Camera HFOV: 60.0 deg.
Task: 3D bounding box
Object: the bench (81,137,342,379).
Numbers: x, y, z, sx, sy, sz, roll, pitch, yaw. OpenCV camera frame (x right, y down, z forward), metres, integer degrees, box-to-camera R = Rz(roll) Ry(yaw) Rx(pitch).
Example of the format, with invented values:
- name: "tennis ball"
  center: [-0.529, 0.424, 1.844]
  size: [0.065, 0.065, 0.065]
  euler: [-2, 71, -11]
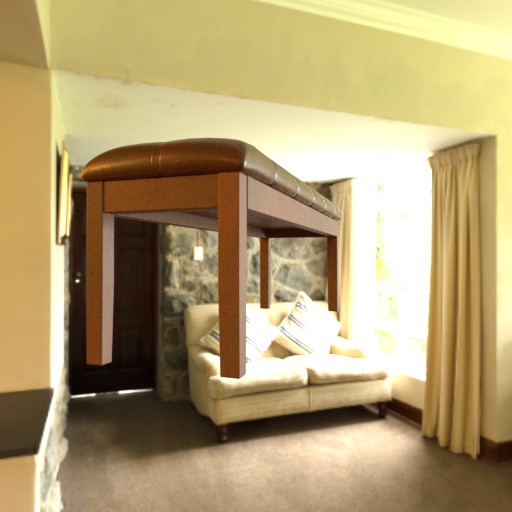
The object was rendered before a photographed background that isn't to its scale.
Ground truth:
- name: "bench"
  center: [0.000, 0.000, 1.504]
  size: [0.401, 0.491, 1.259]
  euler: [0, -1, 19]
